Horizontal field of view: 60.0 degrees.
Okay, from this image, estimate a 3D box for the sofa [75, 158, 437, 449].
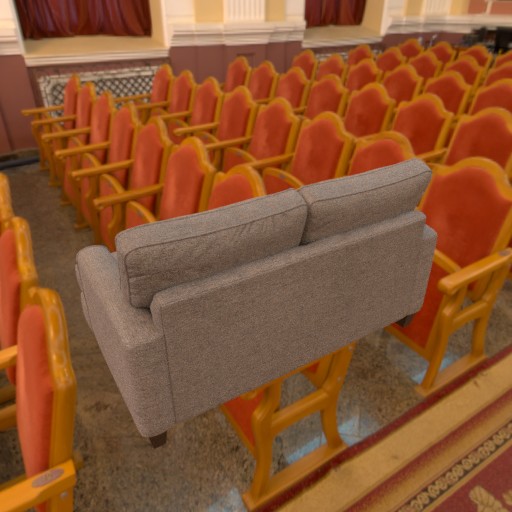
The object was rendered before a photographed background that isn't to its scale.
[{"bbox_3d":[0.000,0.000,2.278,1.651,0.965,0.965,-17,34,-27],"label":"sofa"}]
